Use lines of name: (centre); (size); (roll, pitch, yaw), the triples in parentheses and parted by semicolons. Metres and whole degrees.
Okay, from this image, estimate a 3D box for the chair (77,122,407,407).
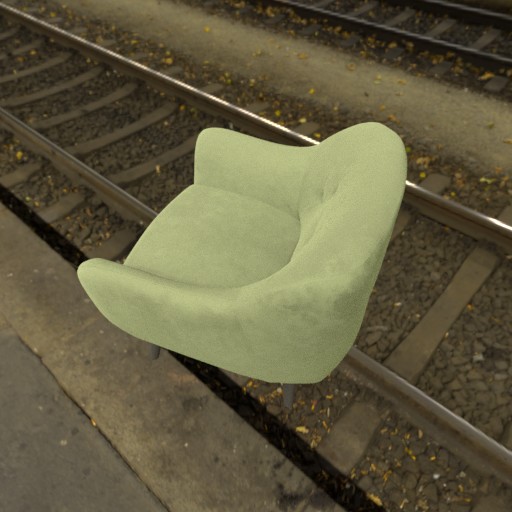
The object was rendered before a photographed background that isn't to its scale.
chair: (0.000, 0.000, 1.517); (0.819, 0.804, 0.840); (15, 47, 14)
